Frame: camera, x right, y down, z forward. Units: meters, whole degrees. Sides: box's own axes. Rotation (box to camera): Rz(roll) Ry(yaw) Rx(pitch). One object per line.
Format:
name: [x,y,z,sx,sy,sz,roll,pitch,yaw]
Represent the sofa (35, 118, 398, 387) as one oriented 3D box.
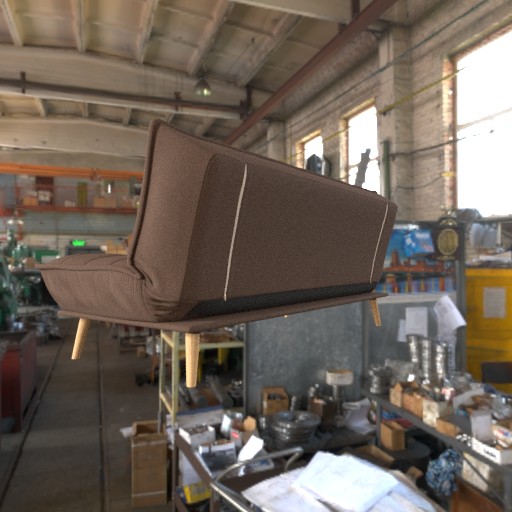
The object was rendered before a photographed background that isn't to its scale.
sofa: [0.000,0.000,2.386,0.950,0.890,1.940,0,0,37]
